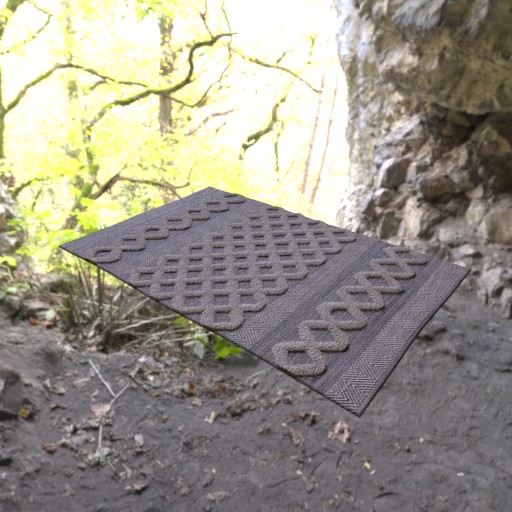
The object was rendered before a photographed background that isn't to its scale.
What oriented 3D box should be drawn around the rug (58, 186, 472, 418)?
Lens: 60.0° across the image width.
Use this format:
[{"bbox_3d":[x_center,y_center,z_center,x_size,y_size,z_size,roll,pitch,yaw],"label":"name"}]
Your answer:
[{"bbox_3d":[0.000,0.000,2.961,2.333,0.033,1.513,22,36,33],"label":"rug"}]
